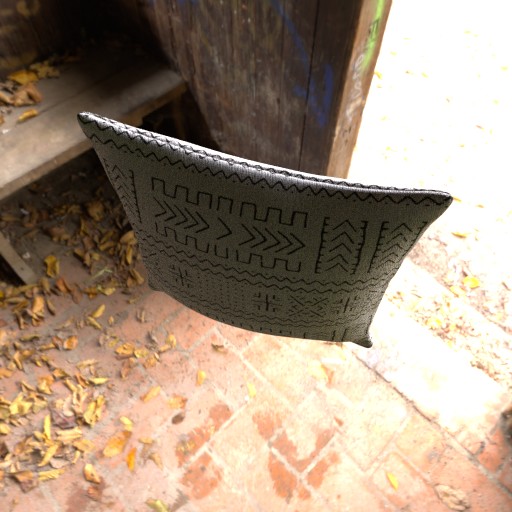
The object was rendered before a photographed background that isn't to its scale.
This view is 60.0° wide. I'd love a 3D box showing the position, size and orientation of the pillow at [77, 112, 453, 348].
[{"bbox_3d":[0.000,0.000,0.662,0.438,0.430,0.164,14,59,9],"label":"pillow"}]
